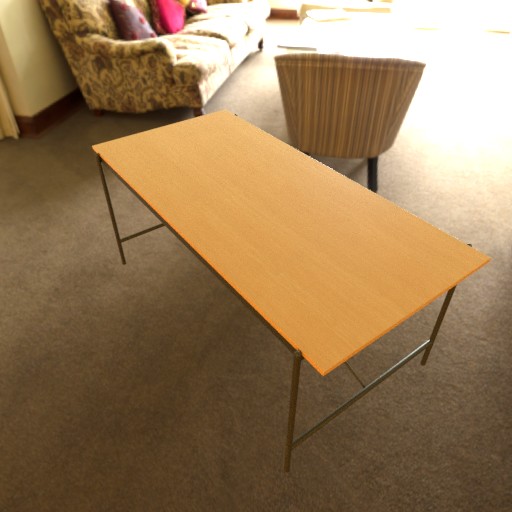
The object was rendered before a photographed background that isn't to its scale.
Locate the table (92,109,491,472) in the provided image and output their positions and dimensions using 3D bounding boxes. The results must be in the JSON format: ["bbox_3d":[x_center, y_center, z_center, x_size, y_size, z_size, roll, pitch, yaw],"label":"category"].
[{"bbox_3d":[0.000,0.000,2.257,0.900,0.758,1.800,-25,46,-27],"label":"table"}]
